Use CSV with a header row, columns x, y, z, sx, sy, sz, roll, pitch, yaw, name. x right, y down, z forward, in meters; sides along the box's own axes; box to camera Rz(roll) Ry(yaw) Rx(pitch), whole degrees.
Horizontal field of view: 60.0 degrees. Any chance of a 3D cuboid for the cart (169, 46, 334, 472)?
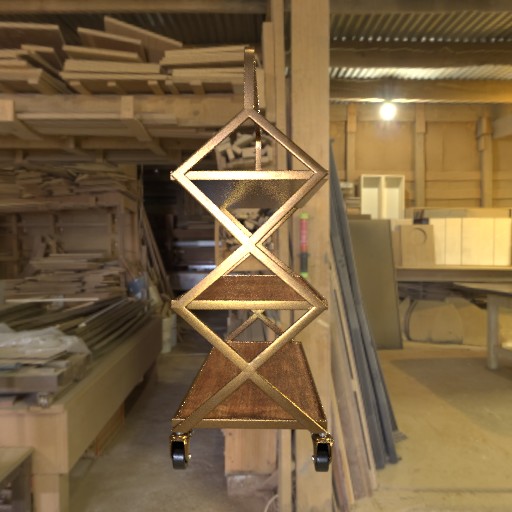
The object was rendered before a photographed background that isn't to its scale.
x,y,z,sx,sy,sz,roll,pitch,yaw,name
0.000,0.000,1.169,0.313,0.805,0.723,0,2,2,cart
